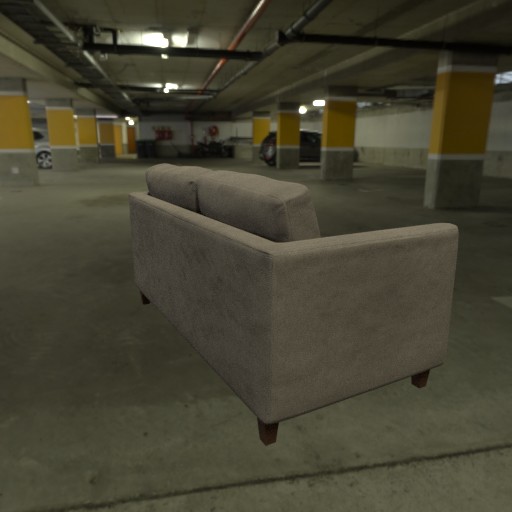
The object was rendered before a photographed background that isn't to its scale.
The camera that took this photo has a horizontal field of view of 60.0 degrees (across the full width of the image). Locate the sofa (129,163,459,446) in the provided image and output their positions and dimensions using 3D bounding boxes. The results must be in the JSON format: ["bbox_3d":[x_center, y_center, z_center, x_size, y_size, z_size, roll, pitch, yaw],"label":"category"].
[{"bbox_3d":[0.000,0.000,2.452,0.950,0.963,1.884,-8,17,-28],"label":"sofa"}]
